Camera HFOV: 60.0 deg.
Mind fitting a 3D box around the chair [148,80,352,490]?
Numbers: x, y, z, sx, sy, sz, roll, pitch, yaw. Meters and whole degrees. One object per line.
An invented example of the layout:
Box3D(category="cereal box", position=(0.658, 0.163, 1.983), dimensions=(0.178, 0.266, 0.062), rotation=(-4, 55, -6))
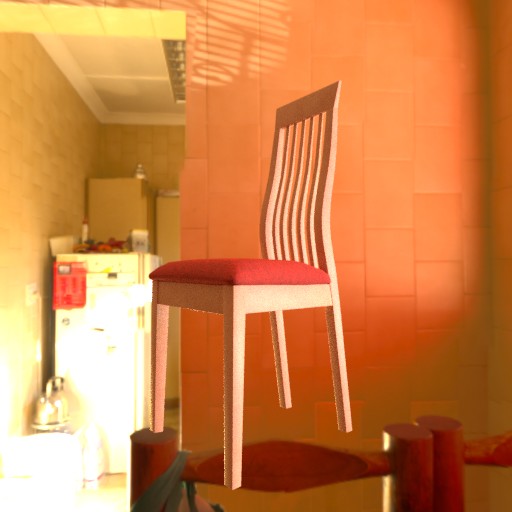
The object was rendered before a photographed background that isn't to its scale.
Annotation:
Box3D(category="chair", position=(0.000, 0.000, 1.280), dimensions=(0.474, 1.027, 0.460), rotation=(1, -2, -37))
